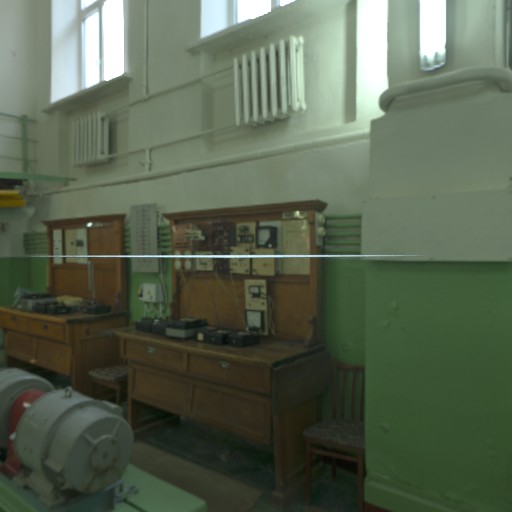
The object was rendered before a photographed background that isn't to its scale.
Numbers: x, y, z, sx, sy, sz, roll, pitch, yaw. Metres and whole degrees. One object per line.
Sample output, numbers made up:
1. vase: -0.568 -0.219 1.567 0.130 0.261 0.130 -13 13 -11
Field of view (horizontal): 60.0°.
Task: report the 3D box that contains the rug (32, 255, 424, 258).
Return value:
1. rug: 0.000 0.000 2.359 1.206 0.003 1.835 0 0 37
